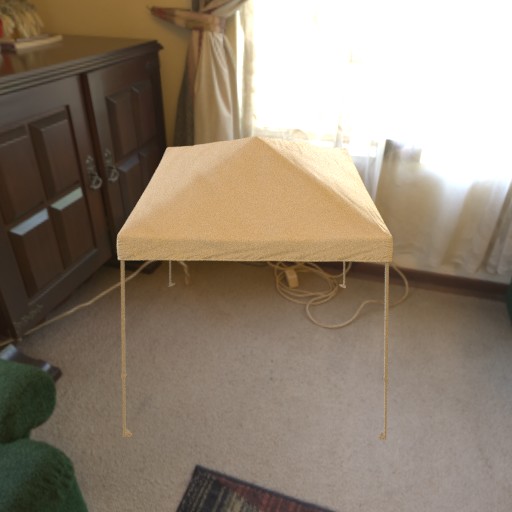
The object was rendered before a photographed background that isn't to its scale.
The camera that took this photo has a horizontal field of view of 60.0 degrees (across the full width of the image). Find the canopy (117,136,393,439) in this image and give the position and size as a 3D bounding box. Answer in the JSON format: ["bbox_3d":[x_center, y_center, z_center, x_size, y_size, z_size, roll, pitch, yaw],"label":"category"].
[{"bbox_3d":[0.000,0.000,6.612,3.599,3.600,3.600,0,32,1],"label":"canopy"}]
